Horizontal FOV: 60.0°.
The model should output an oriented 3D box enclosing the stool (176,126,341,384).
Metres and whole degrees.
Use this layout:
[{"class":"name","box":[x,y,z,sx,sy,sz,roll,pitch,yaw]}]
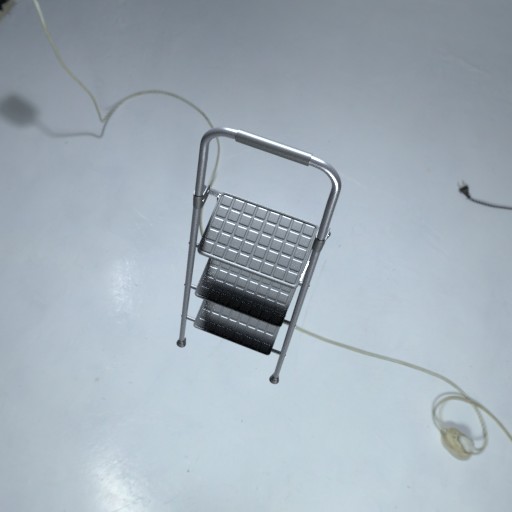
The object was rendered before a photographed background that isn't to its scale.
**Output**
[{"class":"stool","box":[0.000,0.000,1.448,0.473,1.121,0.733,20,77,5]}]
